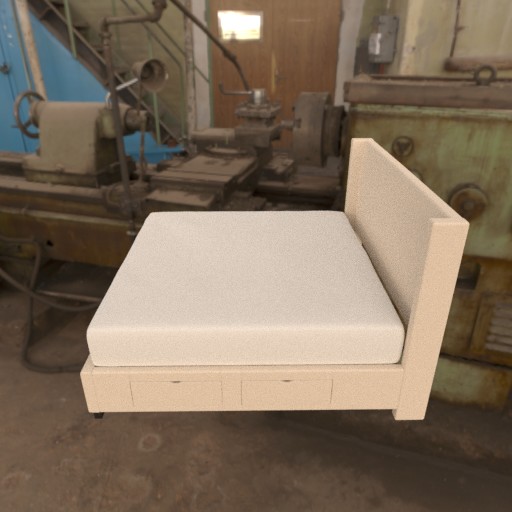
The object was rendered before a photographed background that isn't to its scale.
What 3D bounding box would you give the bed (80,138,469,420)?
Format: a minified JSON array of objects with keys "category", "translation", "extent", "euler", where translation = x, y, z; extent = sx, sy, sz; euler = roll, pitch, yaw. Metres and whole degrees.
[{"category":"bed","translation":[0.000,0.000,3.651],"extent":[2.293,1.471,2.145],"euler":[0,27,-1]}]
